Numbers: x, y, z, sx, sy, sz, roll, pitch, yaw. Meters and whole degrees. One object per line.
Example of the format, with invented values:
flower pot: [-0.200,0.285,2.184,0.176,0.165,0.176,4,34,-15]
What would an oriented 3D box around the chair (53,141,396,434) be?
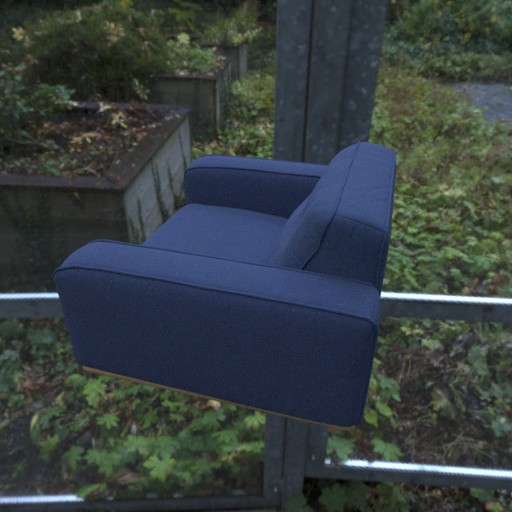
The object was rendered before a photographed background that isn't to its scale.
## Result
chair: [0.000,0.000,1.717,0.953,0.783,1.118,9,32,14]
